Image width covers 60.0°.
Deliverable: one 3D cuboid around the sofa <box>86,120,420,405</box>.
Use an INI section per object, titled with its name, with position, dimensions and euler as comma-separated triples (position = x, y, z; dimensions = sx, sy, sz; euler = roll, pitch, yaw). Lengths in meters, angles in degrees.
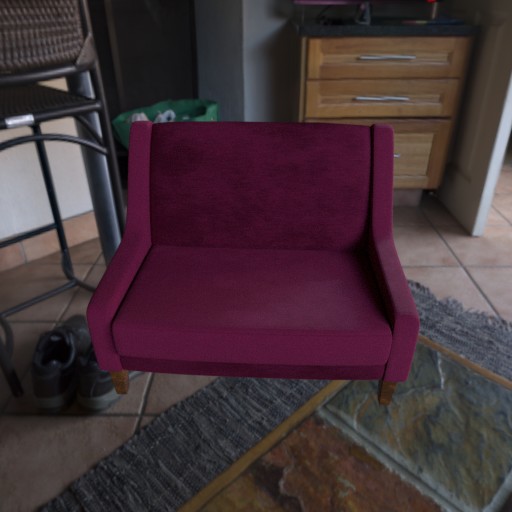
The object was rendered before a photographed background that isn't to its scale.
[sofa]
position = 0.000, 0.000, 1.966
dimensions = 1.242, 0.976, 0.946
euler = 1, 30, 3
